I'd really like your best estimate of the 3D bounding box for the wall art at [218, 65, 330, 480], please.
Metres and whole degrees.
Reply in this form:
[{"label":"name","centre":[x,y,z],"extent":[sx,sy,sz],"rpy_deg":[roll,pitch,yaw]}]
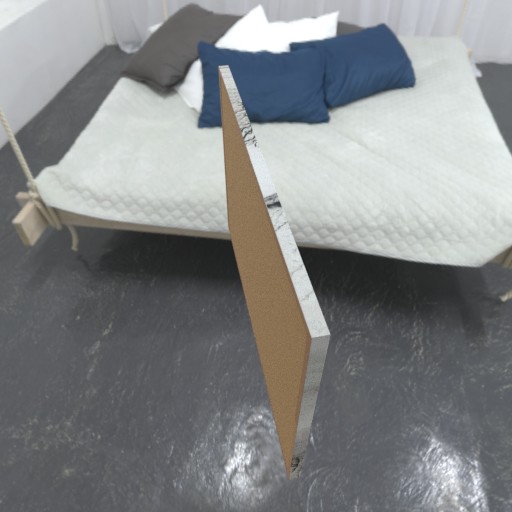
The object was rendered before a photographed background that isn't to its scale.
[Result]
[{"label":"wall art","centre":[0.000,0.000,1.438],"extent":[0.035,0.758,1.141],"rpy_deg":[-8,47,-8]}]
